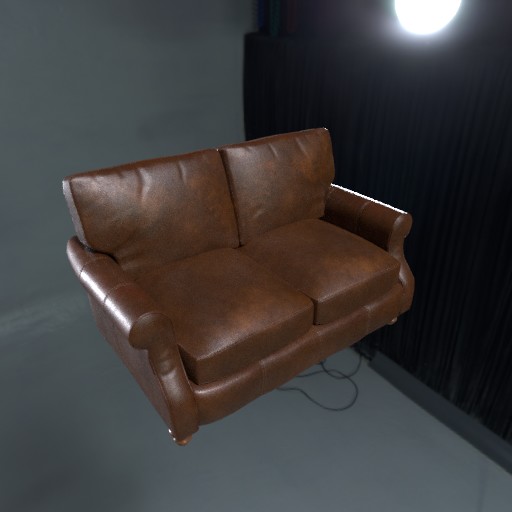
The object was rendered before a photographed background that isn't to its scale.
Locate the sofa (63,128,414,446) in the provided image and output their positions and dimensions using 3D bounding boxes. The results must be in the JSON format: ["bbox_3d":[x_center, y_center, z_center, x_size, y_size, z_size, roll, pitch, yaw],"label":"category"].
[{"bbox_3d":[0.000,0.000,2.218,1.616,0.976,0.990,-20,34,-32],"label":"sofa"}]
